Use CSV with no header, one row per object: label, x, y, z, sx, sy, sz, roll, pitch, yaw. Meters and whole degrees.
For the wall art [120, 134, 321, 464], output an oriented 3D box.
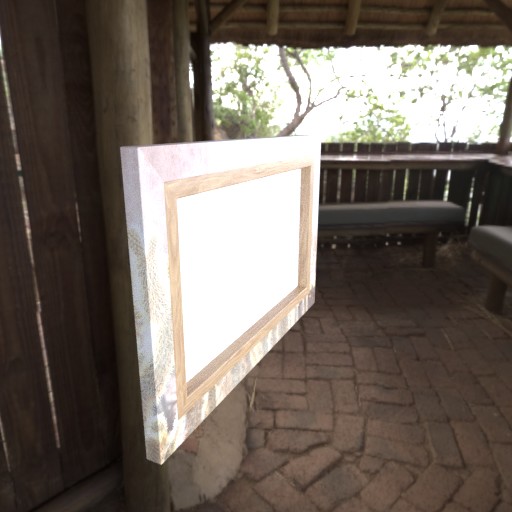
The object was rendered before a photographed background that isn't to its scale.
wall art,0.000,0.000,1.185,0.040,0.608,0.916,8,18,25
